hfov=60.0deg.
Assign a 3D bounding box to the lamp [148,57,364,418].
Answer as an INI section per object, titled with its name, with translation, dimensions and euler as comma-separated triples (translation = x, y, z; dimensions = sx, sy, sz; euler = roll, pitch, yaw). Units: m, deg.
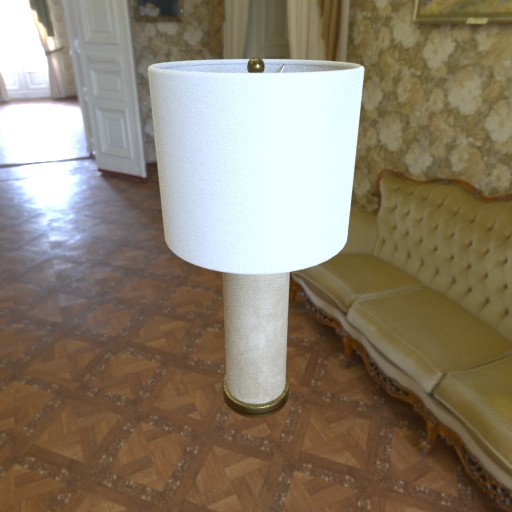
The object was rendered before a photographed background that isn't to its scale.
[lamp]
translation = 0.000, 0.000, 0.775
dimensions = 0.305, 0.634, 0.305
euler = 8, 28, 16
